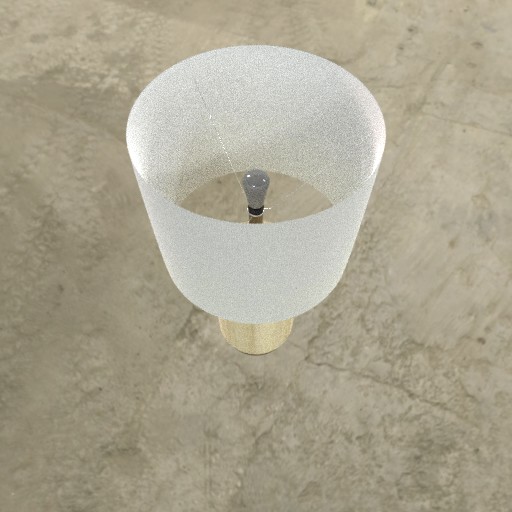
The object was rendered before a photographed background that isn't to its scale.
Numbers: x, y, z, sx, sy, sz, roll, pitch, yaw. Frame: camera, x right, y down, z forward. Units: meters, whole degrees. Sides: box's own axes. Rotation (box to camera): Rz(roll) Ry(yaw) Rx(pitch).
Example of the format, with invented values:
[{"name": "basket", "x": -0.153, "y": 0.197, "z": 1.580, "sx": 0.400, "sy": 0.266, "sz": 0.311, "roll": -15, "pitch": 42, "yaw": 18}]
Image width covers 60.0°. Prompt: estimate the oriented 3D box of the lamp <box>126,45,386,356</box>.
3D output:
[{"name": "lamp", "x": 0.000, "y": 0.000, "z": 0.577, "sx": 0.228, "sy": 0.444, "sz": 0.228, "roll": -31, "pitch": 63, "yaw": -18}]
